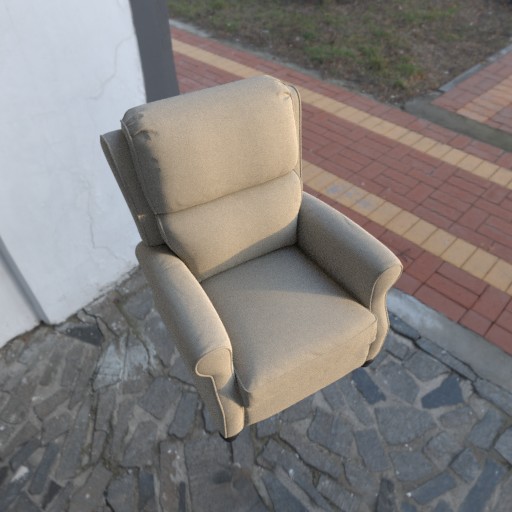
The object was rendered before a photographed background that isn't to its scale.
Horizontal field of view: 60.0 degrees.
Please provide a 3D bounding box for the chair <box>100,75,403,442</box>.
[{"bbox_3d":[0.000,0.000,1.754,0.859,1.046,0.919,-22,50,-20],"label":"chair"}]
